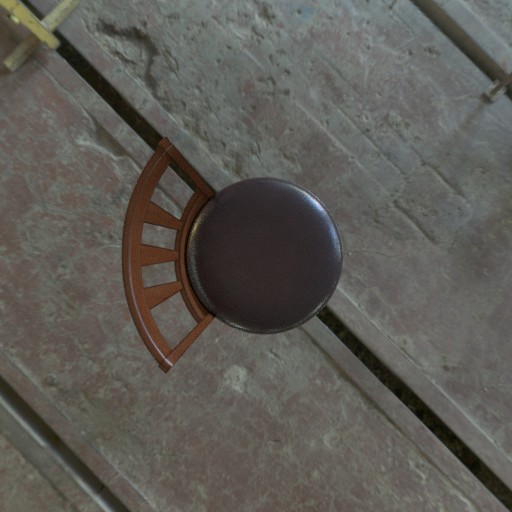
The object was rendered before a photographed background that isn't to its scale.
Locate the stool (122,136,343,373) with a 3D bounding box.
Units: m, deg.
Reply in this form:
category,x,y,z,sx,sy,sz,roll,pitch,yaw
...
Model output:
category,x,y,z,sx,sy,sz,roll,pitch,yaw
stool,0.000,0.000,1.435,0.503,1.177,0.464,0,90,1
